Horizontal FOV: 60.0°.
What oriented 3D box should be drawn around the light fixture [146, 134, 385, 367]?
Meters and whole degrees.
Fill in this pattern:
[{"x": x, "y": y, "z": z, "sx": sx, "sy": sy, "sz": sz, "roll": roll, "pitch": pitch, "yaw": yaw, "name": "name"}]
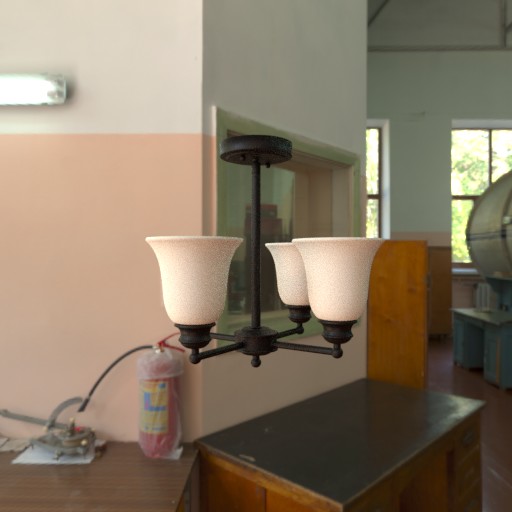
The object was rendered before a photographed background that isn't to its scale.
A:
[{"x": 0.000, "y": 0.000, "z": 1.841, "sx": 1.069, "sy": 0.925, "sz": 1.069, "roll": 0, "pitch": 0, "yaw": 35, "name": "light fixture"}]
